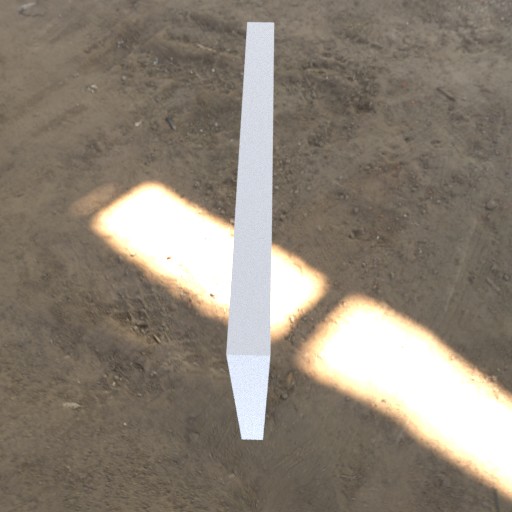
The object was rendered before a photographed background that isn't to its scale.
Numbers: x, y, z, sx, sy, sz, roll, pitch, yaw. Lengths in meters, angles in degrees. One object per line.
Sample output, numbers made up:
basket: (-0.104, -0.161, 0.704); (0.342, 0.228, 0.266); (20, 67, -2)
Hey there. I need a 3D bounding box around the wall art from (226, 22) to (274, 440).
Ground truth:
wall art: (0.000, 0.000, 0.449); (0.024, 0.304, 0.304); (1, 60, 1)
